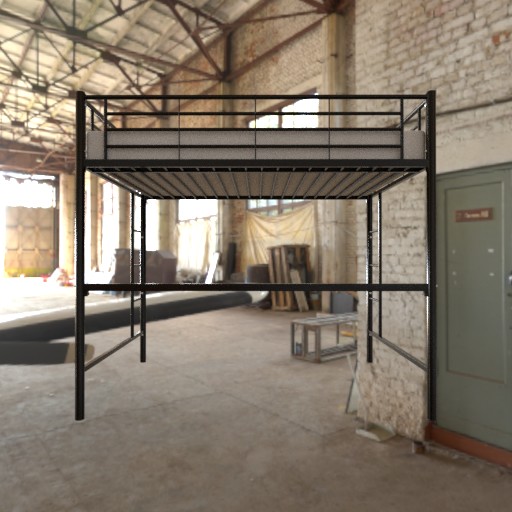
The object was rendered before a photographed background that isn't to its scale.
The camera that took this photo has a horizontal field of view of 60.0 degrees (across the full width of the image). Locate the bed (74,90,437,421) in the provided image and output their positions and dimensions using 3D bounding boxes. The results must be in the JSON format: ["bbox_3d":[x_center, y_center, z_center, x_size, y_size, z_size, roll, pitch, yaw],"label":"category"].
[{"bbox_3d":[0.000,0.000,3.113,1.994,1.803,1.397,0,0,0],"label":"bed"}]
